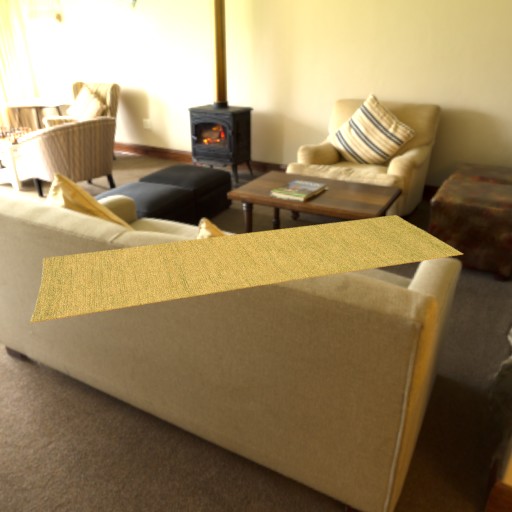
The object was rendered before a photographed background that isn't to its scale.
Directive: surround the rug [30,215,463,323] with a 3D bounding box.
[{"bbox_3d":[0.000,0.000,2.564,2.340,0.013,0.686,-8,27,-16],"label":"rug"}]
